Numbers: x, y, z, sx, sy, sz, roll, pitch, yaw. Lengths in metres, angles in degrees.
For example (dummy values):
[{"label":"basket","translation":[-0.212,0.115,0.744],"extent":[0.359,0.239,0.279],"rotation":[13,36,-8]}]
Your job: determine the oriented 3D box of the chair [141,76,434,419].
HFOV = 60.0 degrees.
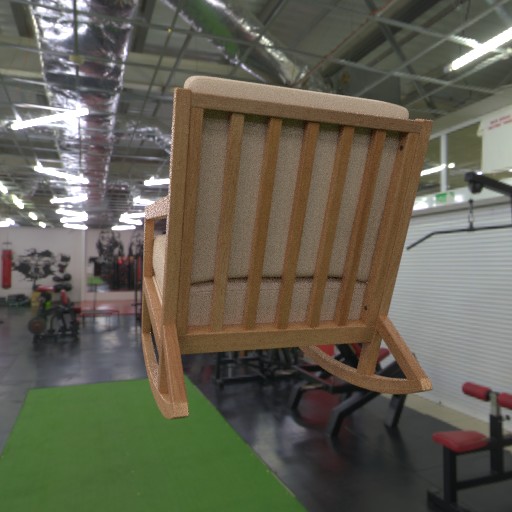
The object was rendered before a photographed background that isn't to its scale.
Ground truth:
[{"label":"chair","translation":[0.000,0.000,1.372],"extent":[0.622,0.790,0.857],"rotation":[1,-2,-19]}]
